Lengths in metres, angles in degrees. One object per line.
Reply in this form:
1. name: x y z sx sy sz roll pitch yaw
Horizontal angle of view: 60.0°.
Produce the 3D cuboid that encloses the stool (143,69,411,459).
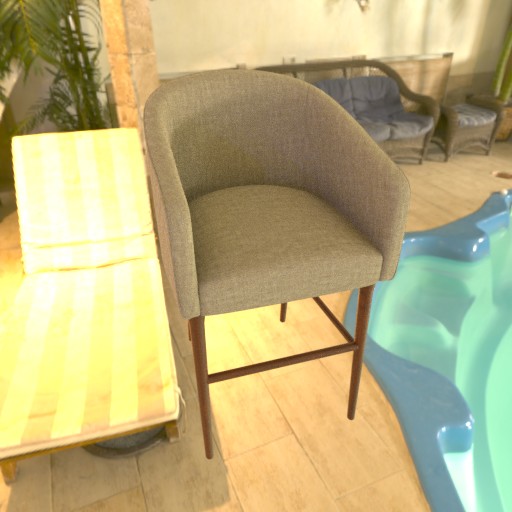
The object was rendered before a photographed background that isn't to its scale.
1. stool: 0.000 0.000 1.323 0.559 0.952 0.635 -9 32 -15
